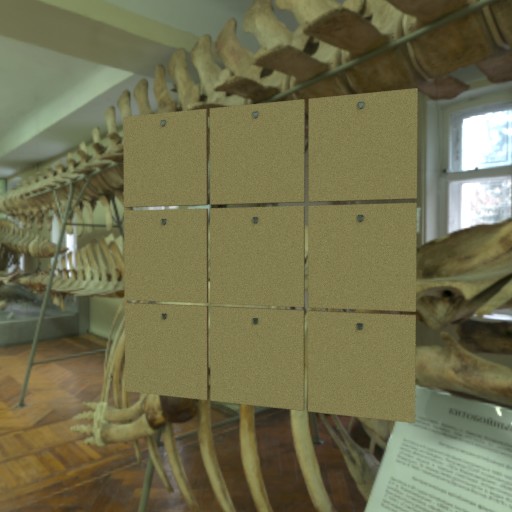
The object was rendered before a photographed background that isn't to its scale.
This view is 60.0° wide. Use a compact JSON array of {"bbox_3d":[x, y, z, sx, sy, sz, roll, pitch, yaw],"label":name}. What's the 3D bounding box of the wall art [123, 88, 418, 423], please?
[{"bbox_3d":[0.000,0.000,1.793,1.221,1.218,0.024,0,1,17],"label":"wall art"}]
